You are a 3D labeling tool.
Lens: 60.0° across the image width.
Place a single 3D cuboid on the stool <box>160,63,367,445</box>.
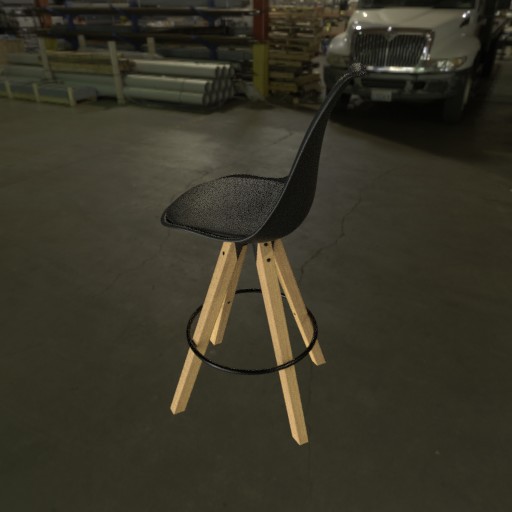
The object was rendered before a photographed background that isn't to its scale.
[{"bbox_3d":[0.000,0.000,1.393,0.550,1.115,0.485,8,30,14],"label":"stool"}]
